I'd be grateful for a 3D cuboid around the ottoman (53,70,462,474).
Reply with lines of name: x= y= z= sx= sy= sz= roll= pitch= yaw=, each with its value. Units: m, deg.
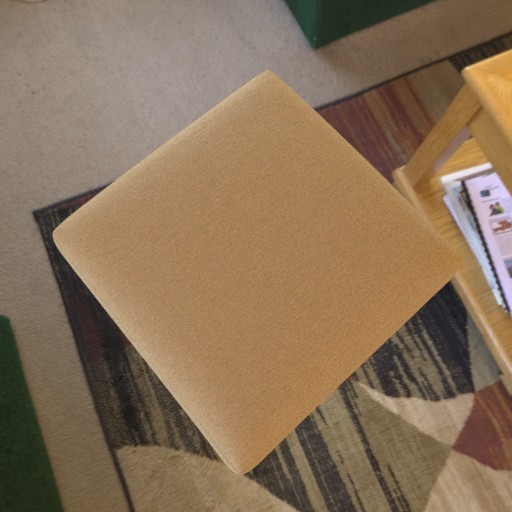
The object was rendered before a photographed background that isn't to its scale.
ottoman: x=0.000 y=0.000 z=1.614 sx=1.041 sy=0.470 sz=1.041 roll=-40 pitch=78 yaw=-10
